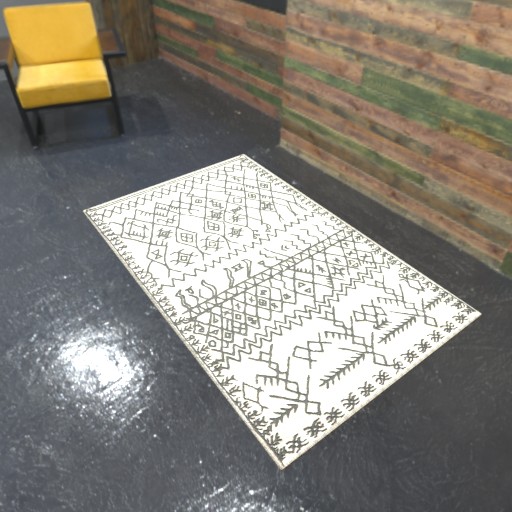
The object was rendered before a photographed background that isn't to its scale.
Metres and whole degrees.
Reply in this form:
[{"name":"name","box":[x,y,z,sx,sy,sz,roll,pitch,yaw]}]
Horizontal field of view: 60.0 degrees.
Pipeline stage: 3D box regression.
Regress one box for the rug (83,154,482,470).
[{"name":"rug","box":[0.000,0.000,3.026,1.526,0.012,2.444,-26,47,-27]}]
